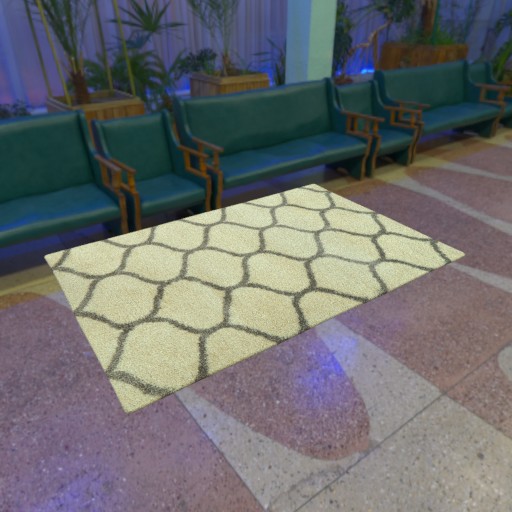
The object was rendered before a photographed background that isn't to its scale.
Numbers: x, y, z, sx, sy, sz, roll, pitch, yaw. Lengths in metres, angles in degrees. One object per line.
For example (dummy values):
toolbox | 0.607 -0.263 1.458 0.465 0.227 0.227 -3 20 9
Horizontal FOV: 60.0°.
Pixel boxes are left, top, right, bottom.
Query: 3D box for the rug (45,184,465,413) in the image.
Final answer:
rug | 0.000 0.000 3.402 2.701 0.026 1.801 -19 35 -29
